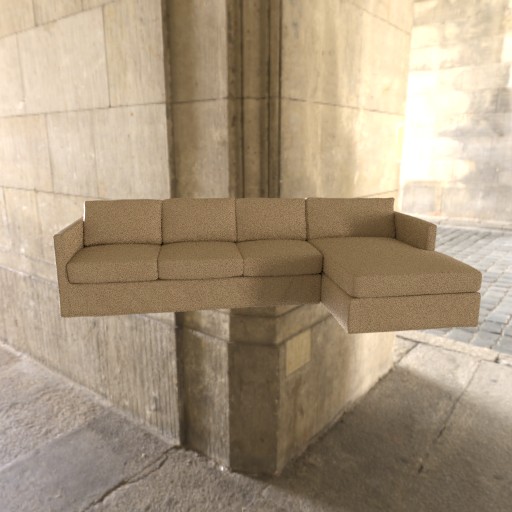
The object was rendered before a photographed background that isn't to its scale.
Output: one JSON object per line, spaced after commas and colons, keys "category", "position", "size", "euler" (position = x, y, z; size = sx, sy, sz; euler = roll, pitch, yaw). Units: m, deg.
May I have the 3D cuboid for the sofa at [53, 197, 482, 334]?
{"category": "sofa", "position": [0.000, 0.000, 3.783], "size": [3.206, 0.871, 1.622], "euler": [-2, 14, -8]}
